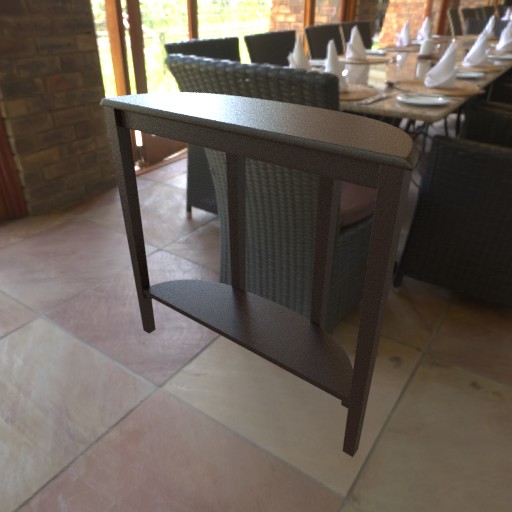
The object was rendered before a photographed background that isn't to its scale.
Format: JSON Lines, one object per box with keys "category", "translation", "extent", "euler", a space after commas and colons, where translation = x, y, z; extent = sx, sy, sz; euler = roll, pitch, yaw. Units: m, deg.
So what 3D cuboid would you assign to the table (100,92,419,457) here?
{"category": "table", "translation": [0.000, 0.000, 1.307], "extent": [0.909, 0.831, 0.274], "euler": [21, 36, 32]}
